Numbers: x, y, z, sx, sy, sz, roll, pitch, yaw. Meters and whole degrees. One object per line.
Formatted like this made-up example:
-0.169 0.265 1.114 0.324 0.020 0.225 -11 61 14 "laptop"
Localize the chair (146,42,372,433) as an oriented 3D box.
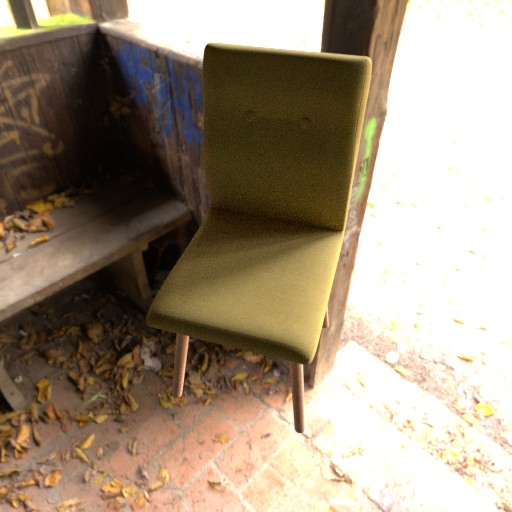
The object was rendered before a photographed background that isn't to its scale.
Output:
0.000 0.000 1.266 0.450 0.965 0.550 11 43 12 "chair"
